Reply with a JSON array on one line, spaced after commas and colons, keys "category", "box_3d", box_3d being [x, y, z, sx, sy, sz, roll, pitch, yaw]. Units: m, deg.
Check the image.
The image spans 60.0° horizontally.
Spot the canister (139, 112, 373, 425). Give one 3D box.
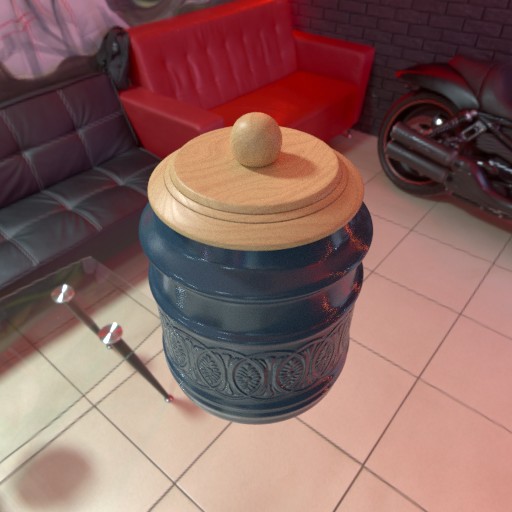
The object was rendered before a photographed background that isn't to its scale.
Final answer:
[{"category": "canister", "box_3d": [0.000, 0.000, 0.269, 0.130, 0.176, 0.130, 0, 40, 0]}]
